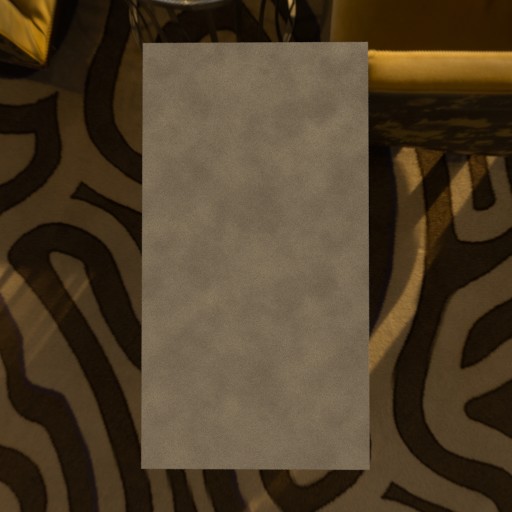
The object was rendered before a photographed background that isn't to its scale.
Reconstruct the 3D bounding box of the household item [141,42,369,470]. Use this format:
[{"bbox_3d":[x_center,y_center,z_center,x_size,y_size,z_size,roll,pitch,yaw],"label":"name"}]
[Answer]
[{"bbox_3d":[0.000,0.000,2.039,0.850,0.755,1.600,0,89,1],"label":"household item"}]
